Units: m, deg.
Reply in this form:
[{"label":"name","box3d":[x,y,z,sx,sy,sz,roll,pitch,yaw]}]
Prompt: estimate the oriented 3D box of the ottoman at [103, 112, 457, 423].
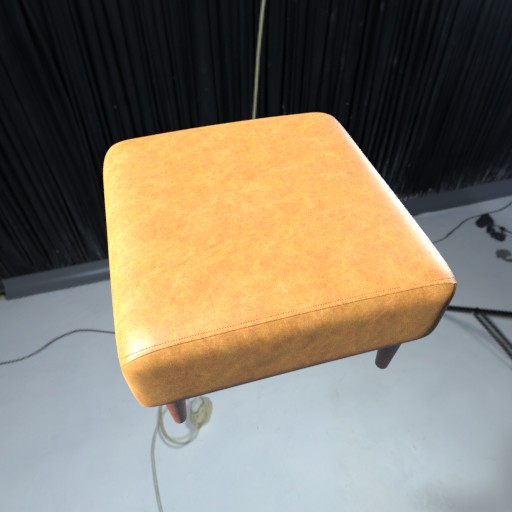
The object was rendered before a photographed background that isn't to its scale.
[{"label":"ottoman","box3d":[0.000,0.000,1.086,0.650,0.399,0.650,-12,48,-10]}]
